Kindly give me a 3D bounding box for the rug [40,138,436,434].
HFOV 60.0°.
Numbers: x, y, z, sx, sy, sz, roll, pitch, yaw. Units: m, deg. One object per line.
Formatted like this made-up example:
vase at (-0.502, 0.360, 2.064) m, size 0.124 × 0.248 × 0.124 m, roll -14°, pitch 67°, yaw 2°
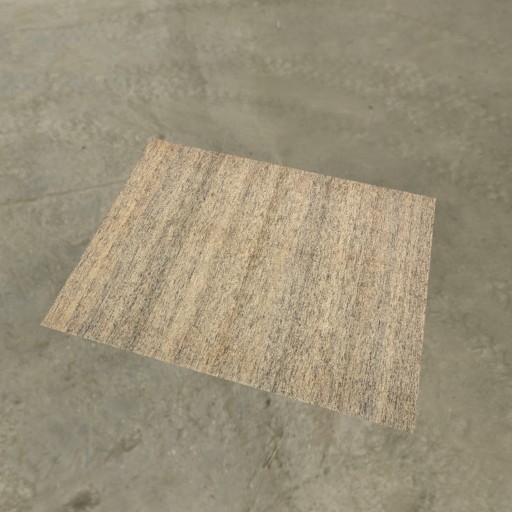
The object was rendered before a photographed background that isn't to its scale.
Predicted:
rug at (0.000, 0.000, 4.230) m, size 3.199 × 0.036 × 2.414 m, roll 14°, pitch 58°, yaw 9°
